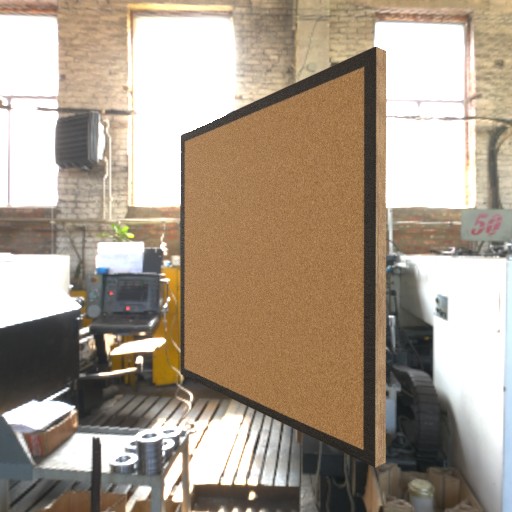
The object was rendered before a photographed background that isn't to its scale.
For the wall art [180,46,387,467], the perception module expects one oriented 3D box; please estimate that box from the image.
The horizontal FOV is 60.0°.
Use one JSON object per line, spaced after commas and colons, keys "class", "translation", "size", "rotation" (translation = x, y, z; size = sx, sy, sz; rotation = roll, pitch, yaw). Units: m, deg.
{"class": "wall art", "translation": [0.000, 0.000, 1.013], "size": [0.029, 0.691, 0.695], "rotation": [0, 1, -37]}
